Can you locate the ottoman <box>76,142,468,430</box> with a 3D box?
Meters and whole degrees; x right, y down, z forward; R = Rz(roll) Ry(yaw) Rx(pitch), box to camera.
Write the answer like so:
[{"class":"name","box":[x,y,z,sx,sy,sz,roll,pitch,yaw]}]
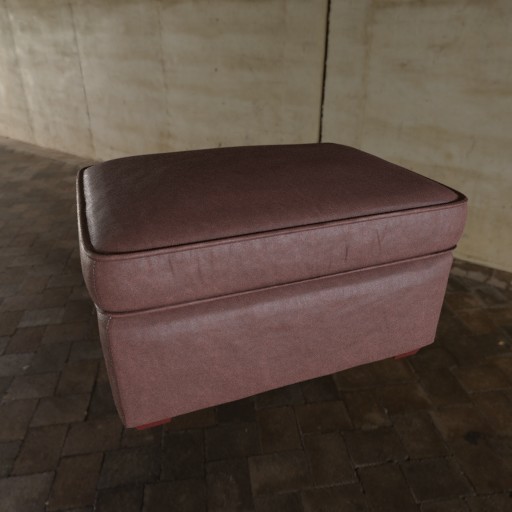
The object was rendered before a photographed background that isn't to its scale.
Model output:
[{"class":"ottoman","box":[0.000,0.000,1.056,0.749,0.449,0.548,-10,29,-18]}]
